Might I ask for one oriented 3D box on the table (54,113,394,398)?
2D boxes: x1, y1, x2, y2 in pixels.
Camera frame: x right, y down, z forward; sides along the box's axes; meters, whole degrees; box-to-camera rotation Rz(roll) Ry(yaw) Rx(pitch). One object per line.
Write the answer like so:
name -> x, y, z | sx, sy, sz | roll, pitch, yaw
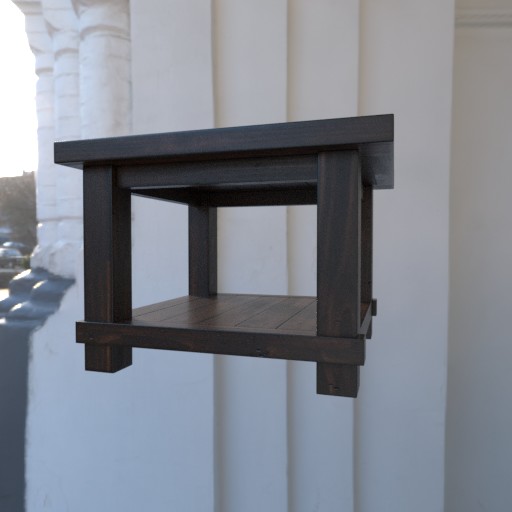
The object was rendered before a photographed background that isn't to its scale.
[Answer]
table -> 0.000, 0.000, 1.024 | 0.606, 0.437, 0.593 | 0, 2, 17
